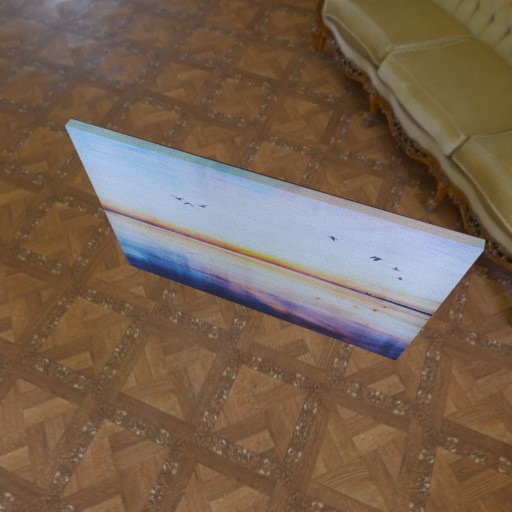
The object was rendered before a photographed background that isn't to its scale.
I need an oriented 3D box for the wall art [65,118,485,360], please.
[{"bbox_3d":[0.000,0.000,1.456,1.137,0.756,0.034,18,59,11],"label":"wall art"}]
